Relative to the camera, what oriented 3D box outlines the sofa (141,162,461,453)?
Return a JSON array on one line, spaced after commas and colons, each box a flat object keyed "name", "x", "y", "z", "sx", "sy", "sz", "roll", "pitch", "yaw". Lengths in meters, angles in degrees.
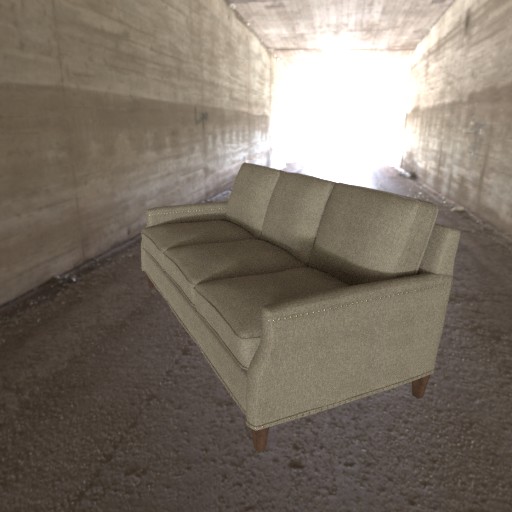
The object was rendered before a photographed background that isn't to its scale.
[{"name": "sofa", "x": 0.000, "y": 0.000, "z": 2.839, "sx": 1.084, "sy": 1.003, "sz": 2.246, "roll": -8, "pitch": 19, "yaw": -24}]
